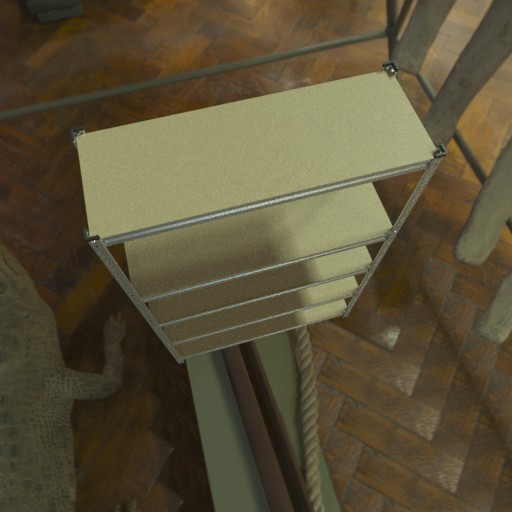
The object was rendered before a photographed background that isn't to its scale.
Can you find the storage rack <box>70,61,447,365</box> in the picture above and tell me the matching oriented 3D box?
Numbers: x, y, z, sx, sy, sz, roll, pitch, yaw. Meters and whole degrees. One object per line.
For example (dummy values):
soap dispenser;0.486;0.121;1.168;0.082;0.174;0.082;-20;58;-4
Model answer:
storage rack;0.000;0.000;2.339;1.219;1.829;0.457;-14;65;-7
